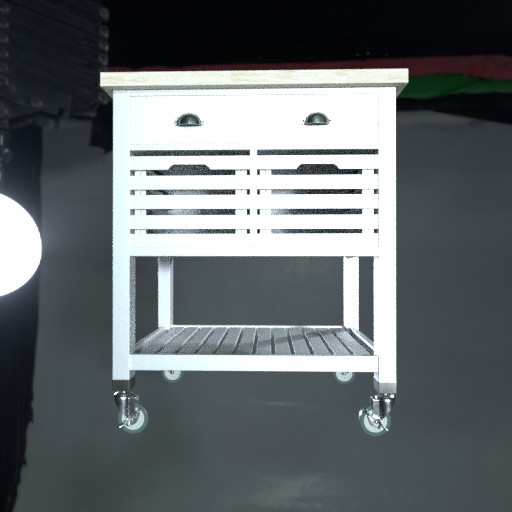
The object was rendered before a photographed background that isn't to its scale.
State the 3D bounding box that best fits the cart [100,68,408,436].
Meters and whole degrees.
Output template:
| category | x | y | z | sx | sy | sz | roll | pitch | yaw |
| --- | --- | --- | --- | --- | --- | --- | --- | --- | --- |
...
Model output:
| category | x | y | z | sx | sy | sz | roll | pitch | yaw |
| --- | --- | --- | --- | --- | --- | --- | --- | --- | --- |
| cart | 0.000 | 0.000 | 1.372 | 0.762 | 0.914 | 0.559 | 0 | 0 | 2 |
